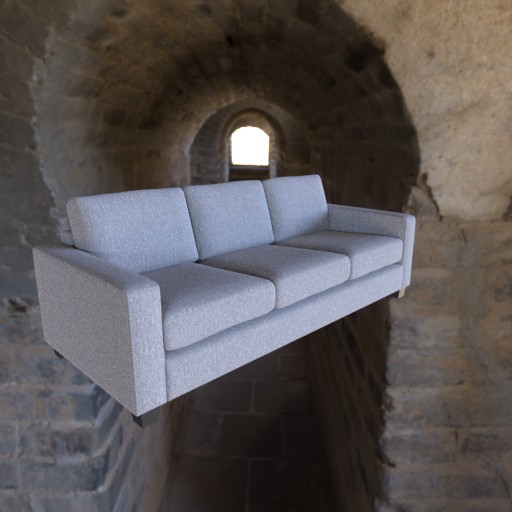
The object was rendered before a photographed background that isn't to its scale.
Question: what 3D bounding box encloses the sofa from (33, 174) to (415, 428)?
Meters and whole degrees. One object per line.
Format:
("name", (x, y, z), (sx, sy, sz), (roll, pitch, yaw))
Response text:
("sofa", (0.000, 0.000, 2.542), (2.120, 0.800, 0.900), (-15, 21, -43))
